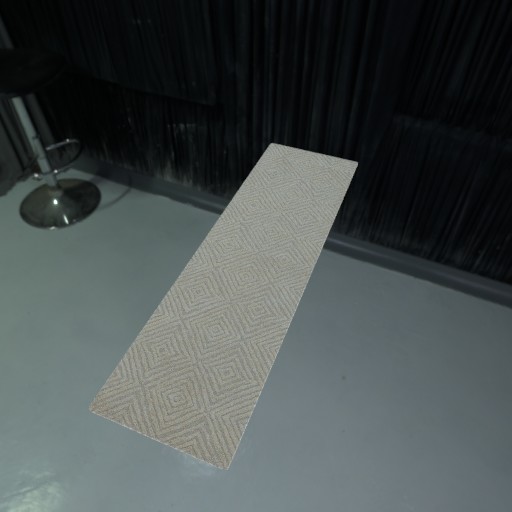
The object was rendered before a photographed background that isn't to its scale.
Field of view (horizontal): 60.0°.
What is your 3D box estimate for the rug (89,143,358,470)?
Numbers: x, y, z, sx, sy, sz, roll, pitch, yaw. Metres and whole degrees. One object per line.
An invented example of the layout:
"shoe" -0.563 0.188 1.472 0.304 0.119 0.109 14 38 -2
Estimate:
"rug" 0.000 0.000 2.584 0.676 0.008 2.277 17 49 15
